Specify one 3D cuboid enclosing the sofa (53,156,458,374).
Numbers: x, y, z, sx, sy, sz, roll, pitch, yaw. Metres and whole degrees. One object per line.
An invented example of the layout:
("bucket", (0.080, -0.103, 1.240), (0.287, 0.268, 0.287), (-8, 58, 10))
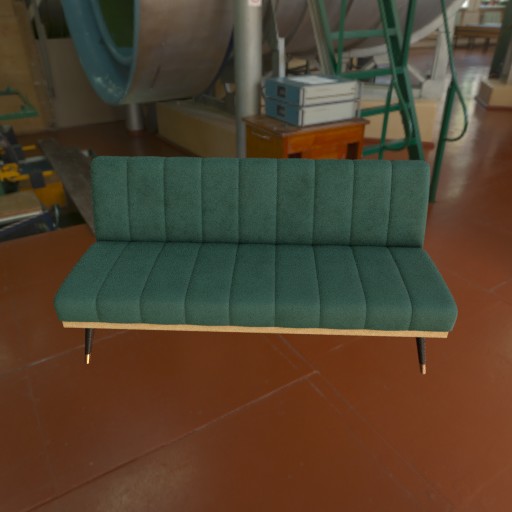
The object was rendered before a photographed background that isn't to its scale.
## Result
("sofa", (0.000, 0.000, 2.282), (1.810, 0.820, 0.830), (1, 30, 2))
